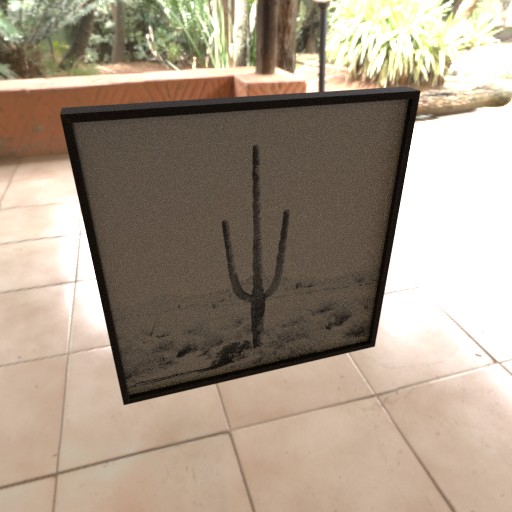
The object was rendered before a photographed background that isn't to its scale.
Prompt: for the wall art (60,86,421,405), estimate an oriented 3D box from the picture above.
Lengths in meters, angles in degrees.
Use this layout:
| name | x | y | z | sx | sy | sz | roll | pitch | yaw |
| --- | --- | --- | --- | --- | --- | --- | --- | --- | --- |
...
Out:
| name | x | y | z | sx | sy | sz | roll | pitch | yaw |
| --- | --- | --- | --- | --- | --- | --- | --- | --- | --- |
| wall art | 0.000 | 0.000 | 0.745 | 0.508 | 0.508 | 0.038 | -9 | 32 | -15 |
